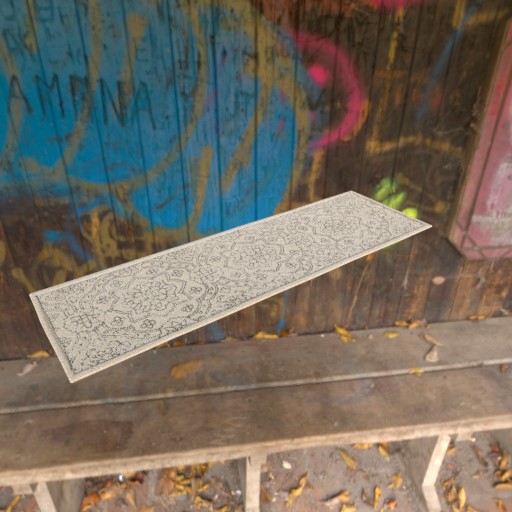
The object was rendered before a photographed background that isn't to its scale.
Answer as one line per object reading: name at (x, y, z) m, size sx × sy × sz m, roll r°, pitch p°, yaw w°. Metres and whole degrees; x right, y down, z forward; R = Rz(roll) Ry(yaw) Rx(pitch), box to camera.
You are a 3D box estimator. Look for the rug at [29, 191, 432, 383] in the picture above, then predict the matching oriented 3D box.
rug at (0.000, 0.000, 2.710) m, size 2.448 × 0.012 × 0.769 m, roll -20°, pitch 36°, yaw -30°
